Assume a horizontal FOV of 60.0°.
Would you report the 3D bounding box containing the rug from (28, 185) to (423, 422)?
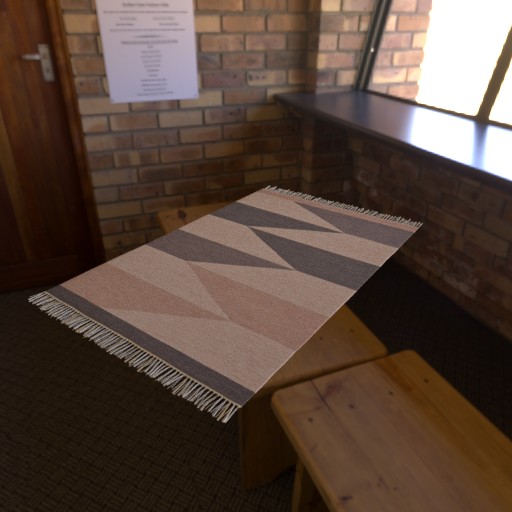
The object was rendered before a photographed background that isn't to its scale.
[{"bbox_3d":[0.000,0.000,2.490,1.224,0.027,2.021,19,34,32],"label":"rug"}]
